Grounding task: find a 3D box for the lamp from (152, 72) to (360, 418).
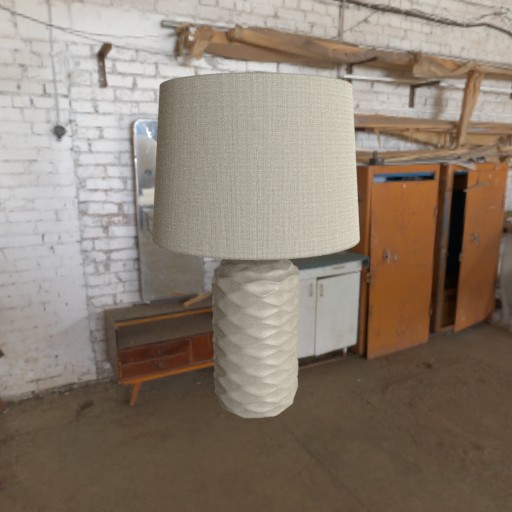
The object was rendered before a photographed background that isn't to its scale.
[{"bbox_3d":[0.000,0.000,0.831,0.376,0.594,0.376,0,14,0],"label":"lamp"}]
